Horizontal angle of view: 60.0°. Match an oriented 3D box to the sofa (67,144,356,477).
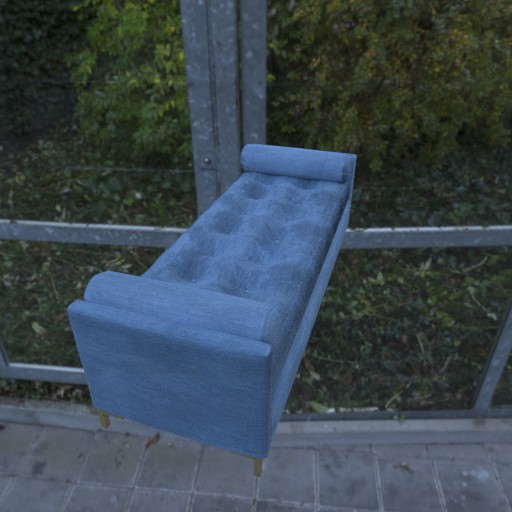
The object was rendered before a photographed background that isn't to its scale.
[{"bbox_3d":[0.000,0.000,2.491,0.796,0.705,2.102,10,33,16],"label":"sofa"}]
